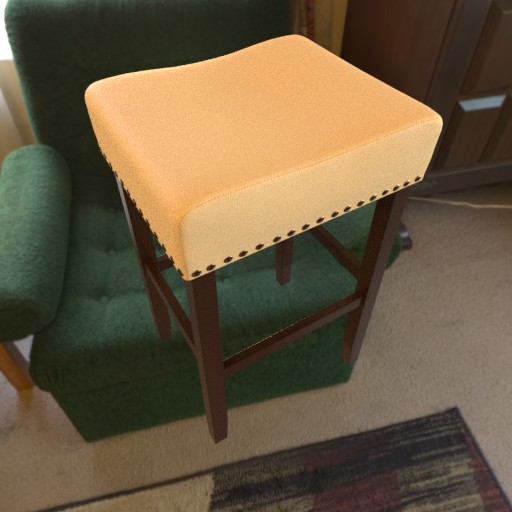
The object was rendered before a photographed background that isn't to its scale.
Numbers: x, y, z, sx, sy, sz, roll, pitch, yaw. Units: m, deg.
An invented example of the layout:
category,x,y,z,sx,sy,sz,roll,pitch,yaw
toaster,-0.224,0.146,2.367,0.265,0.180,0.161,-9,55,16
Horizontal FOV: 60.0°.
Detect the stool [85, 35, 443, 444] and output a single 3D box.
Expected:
category,x,y,z,sx,sy,sz,roll,pitch,yaw
stool,0.000,0.000,0.997,0.471,0.762,0.401,-24,51,-21
